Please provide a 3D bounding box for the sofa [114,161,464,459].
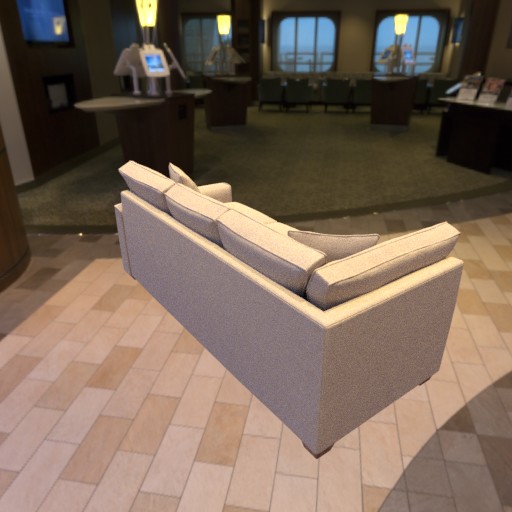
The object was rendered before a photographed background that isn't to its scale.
[{"bbox_3d":[0.000,0.000,2.940,1.061,0.962,2.317,-17,31,-32],"label":"sofa"}]
